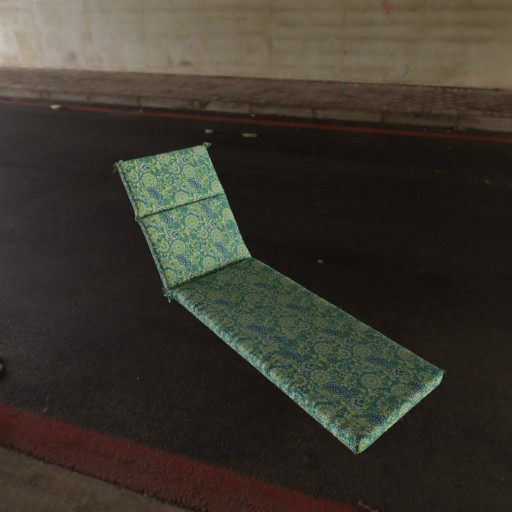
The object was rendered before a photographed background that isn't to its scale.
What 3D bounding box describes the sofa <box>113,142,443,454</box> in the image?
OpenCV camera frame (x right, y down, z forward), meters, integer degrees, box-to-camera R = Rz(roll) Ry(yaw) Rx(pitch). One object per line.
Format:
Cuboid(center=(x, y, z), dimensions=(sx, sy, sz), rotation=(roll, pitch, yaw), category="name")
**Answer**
Cuboid(center=(0.000, 0.000, 1.994), dimensions=(0.582, 0.622, 1.663), rotation=(-22, 36, -34), category="sofa")
